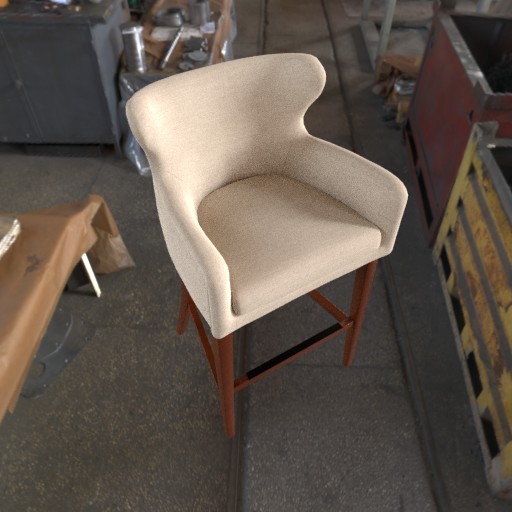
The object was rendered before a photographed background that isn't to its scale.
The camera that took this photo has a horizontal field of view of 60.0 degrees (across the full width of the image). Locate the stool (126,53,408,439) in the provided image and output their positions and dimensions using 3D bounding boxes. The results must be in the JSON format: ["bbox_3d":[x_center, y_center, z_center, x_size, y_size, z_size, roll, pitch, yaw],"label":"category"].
[{"bbox_3d":[0.000,0.000,1.371,0.556,1.034,0.563,-24,51,-21],"label":"stool"}]
